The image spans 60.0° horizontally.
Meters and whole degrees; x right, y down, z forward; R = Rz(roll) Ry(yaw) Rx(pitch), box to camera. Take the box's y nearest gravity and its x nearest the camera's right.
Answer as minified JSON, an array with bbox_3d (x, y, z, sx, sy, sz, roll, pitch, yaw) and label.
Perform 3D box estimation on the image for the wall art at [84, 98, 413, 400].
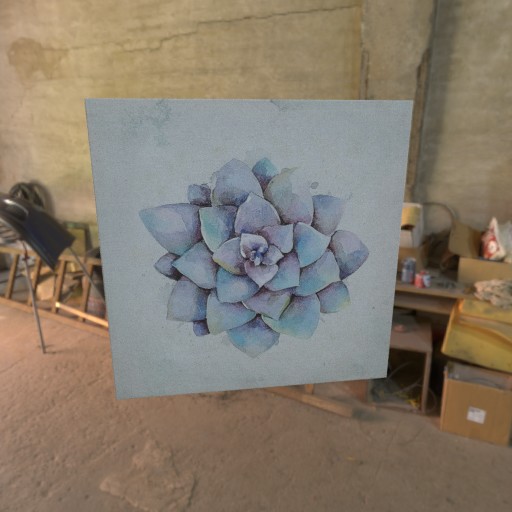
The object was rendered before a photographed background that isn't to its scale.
[{"bbox_3d":[0.000,0.000,1.145,0.762,0.762,0.038,-2,17,-8],"label":"wall art"}]
